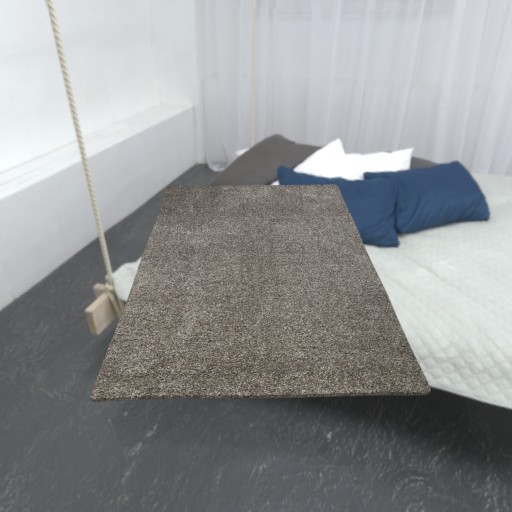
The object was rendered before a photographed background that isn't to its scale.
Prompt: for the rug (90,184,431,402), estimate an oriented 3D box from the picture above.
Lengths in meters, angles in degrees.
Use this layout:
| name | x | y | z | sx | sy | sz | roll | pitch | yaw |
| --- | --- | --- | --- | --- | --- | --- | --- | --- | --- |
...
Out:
| name | x | y | z | sx | sy | sz | roll | pitch | yaw |
| --- | --- | --- | --- | --- | --- | --- | --- | --- | --- |
| rug | 0.000 | 0.000 | 2.940 | 1.501 | 0.025 | 2.352 | -1 | 32 | -1 |
